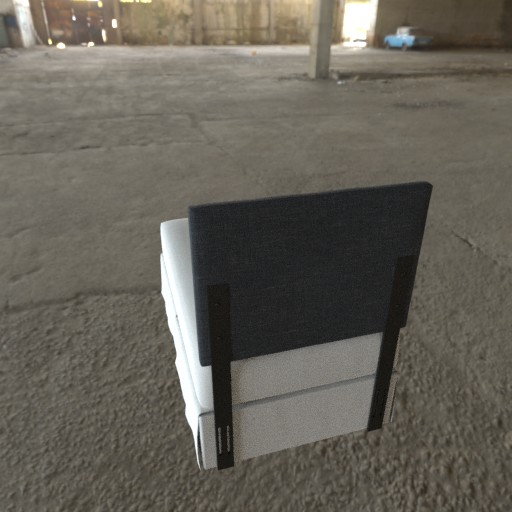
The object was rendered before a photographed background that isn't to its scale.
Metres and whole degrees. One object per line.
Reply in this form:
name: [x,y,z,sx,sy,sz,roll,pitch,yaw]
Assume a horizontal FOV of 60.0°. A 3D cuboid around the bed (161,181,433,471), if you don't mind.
bed: [0.000,0.000,3.088,1.261,1.571,1.997,-8,29,-15]
